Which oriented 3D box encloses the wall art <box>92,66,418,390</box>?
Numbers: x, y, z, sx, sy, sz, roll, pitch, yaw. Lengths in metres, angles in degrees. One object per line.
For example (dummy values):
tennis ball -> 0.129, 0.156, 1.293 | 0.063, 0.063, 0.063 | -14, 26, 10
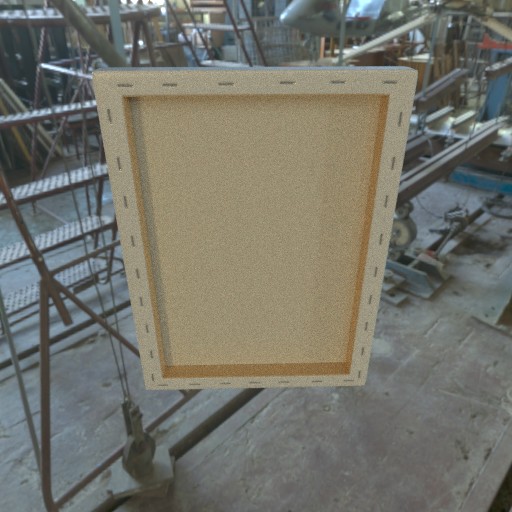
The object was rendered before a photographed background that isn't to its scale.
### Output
wall art -> 0.000, 0.000, 0.781 | 0.455, 0.613, 0.037 | -1, 30, -1
